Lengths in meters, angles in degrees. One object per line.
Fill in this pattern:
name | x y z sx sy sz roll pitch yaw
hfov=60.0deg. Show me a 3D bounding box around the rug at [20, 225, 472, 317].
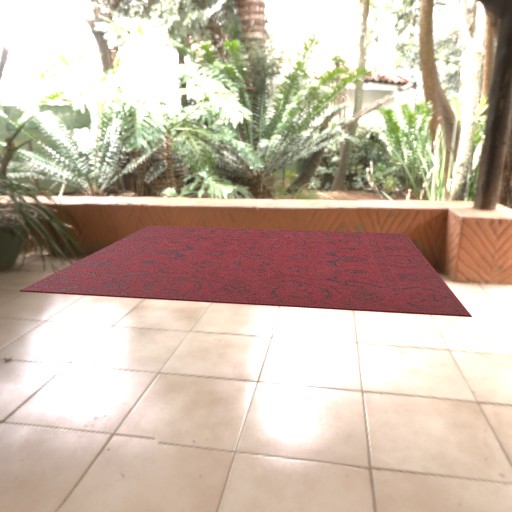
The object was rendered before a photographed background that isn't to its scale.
rug | 0.000 0.000 3.915 2.929 0.012 2.300 2 15 8
